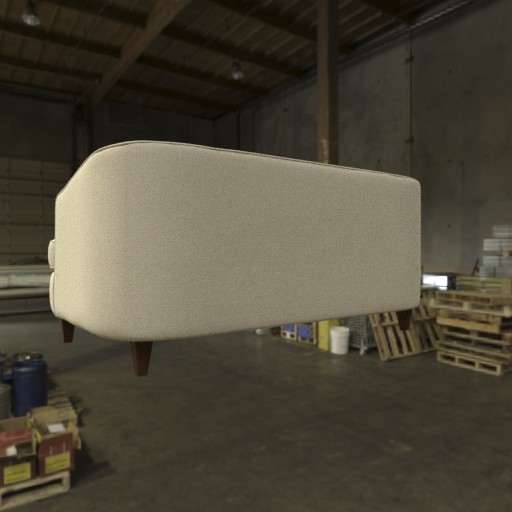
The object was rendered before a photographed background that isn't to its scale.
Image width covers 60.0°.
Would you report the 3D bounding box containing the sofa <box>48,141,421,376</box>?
[{"bbox_3d":[0.000,0.000,2.190,1.733,0.855,0.941,-1,1,-35],"label":"sofa"}]
